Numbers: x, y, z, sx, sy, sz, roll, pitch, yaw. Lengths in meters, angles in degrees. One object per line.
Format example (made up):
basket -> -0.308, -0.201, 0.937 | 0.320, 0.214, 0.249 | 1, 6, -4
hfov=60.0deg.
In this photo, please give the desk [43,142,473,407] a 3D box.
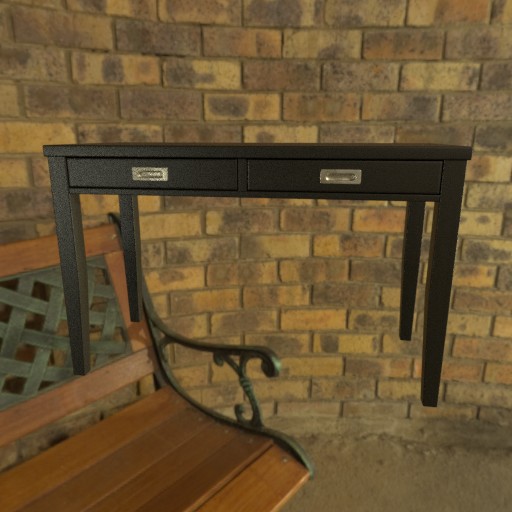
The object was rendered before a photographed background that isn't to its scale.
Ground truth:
desk -> 0.000, 0.000, 1.580 | 1.220, 0.775, 0.508 | 2, 15, 9
